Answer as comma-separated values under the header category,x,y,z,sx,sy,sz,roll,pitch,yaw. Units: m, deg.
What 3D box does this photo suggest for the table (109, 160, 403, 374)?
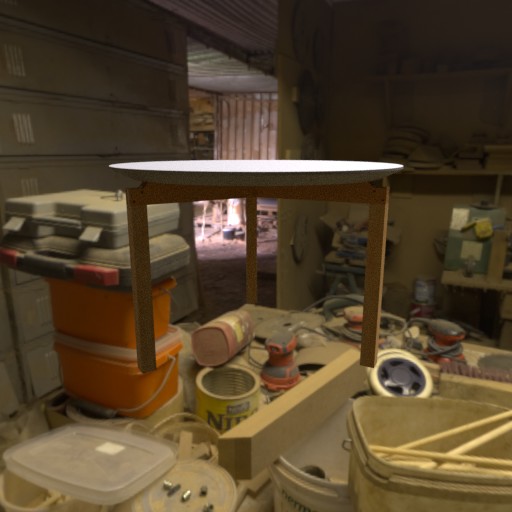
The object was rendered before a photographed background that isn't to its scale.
category,x,y,z,sx,sy,sz,roll,pitch,yaw
table,0.000,0.000,0.996,0.600,0.405,0.600,0,14,0
